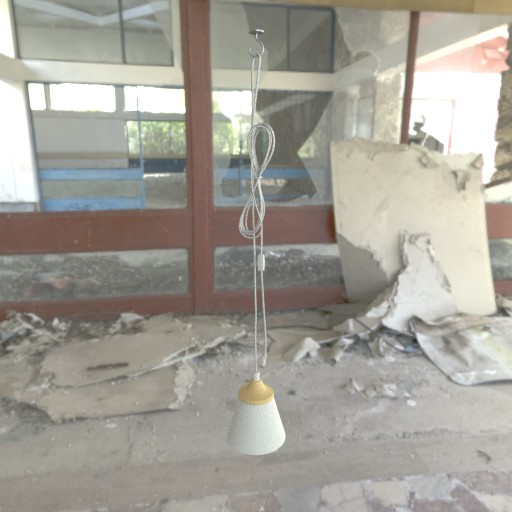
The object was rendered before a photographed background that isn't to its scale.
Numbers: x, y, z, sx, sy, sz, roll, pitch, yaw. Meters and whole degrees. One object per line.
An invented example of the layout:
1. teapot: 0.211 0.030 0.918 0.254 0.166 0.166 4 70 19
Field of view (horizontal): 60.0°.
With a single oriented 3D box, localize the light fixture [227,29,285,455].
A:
1. light fixture: 0.000 0.000 1.041 0.153 0.966 0.153 7 16 27
